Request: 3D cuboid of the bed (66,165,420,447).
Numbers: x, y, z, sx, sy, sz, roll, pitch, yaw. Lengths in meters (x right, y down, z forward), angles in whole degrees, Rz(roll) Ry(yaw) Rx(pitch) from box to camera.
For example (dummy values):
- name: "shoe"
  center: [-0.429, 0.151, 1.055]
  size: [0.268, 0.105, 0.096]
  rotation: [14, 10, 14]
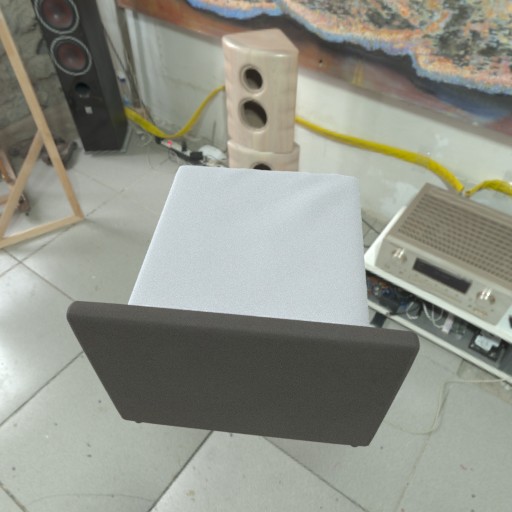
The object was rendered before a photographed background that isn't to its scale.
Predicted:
- name: "bed"
  center: [0.000, 0.000, 3.193]
  size: [1.723, 1.330, 2.142]
  rotation: [5, 48, 4]
